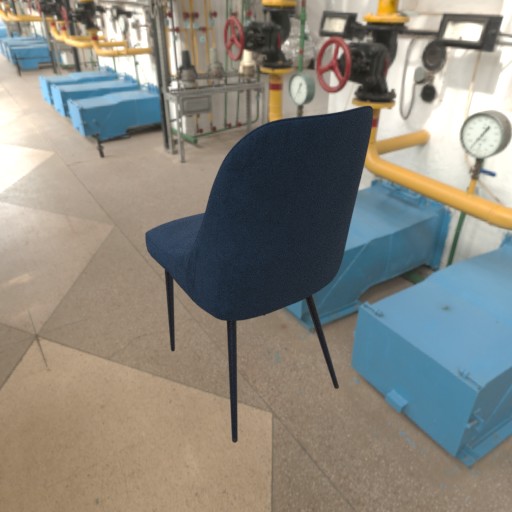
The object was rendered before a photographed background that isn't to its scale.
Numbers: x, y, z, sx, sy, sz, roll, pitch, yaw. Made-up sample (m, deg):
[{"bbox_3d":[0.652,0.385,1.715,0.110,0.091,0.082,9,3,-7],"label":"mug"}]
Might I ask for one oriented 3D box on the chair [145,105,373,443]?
[{"bbox_3d":[0.000,0.000,1.252,0.478,0.896,0.559,-18,35,-27],"label":"chair"}]
